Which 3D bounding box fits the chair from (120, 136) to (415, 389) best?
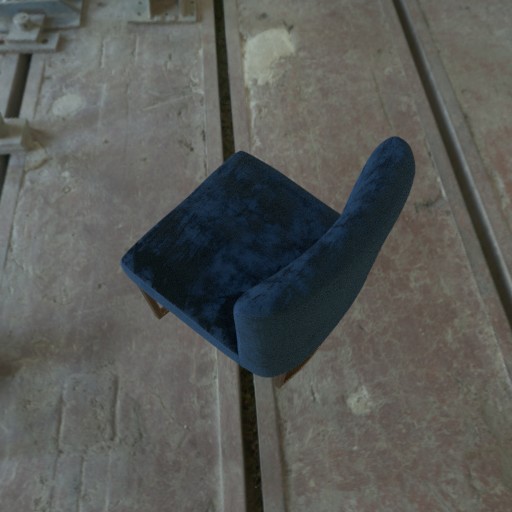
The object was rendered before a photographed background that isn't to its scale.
[{"bbox_3d":[0.000,0.000,1.214,0.560,0.824,0.530,36,68,17],"label":"chair"}]
